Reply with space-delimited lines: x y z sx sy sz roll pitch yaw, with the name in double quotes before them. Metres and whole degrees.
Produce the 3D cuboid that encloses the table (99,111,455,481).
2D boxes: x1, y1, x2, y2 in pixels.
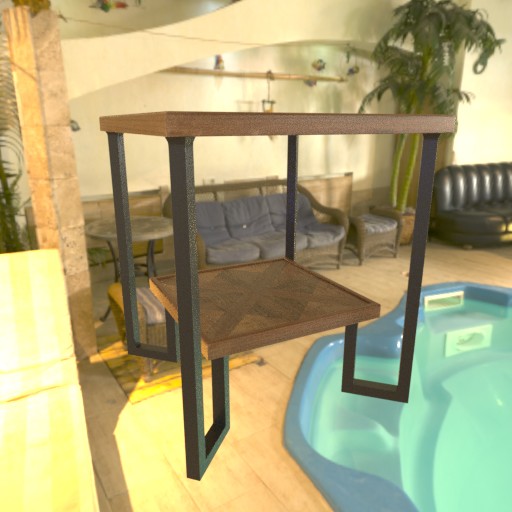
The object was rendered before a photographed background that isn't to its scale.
"table" 0.000 0.000 0.933 0.503 0.563 0.503 -8 19 -26
